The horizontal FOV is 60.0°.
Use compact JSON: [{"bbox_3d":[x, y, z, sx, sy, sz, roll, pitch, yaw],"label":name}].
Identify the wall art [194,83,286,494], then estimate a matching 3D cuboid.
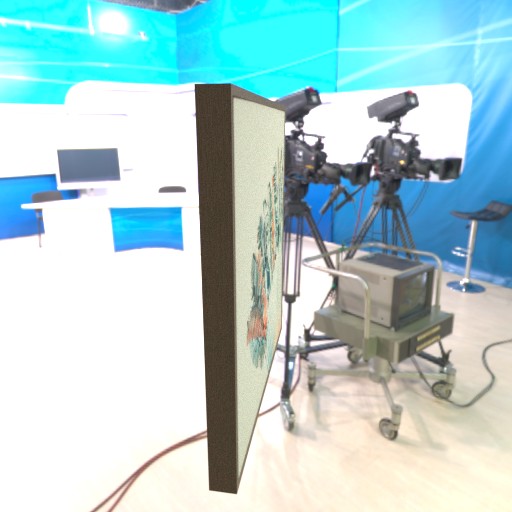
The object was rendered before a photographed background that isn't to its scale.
[{"bbox_3d":[0.000,0.000,0.757,0.038,0.506,0.508,3,16,10],"label":"wall art"}]
